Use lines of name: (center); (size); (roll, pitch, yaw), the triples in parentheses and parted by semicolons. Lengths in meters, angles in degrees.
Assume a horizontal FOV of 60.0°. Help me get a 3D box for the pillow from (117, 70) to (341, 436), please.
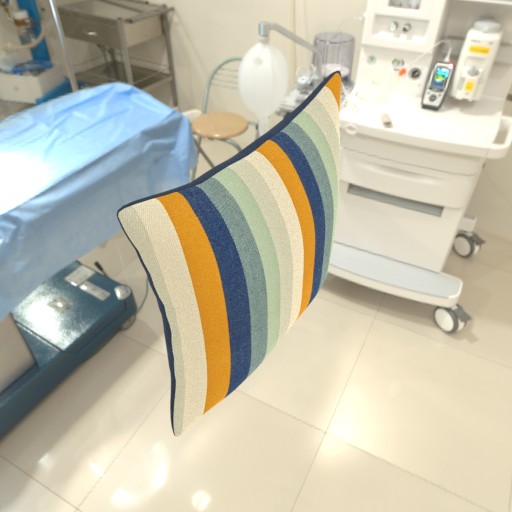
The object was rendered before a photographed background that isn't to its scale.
pillow: (0.000, 0.000, 0.715); (0.173, 0.454, 0.463); (25, 47, 25)
